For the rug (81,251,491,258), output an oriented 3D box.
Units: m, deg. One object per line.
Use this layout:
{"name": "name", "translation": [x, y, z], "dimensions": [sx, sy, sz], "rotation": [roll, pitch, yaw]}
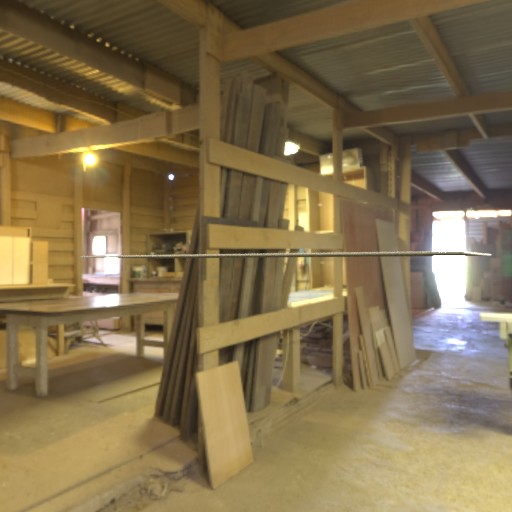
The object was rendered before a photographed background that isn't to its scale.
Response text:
{"name": "rug", "translation": [0.000, 0.000, 2.672], "dimensions": [2.435, 0.009, 0.750], "rotation": [-1, -1, 35]}
